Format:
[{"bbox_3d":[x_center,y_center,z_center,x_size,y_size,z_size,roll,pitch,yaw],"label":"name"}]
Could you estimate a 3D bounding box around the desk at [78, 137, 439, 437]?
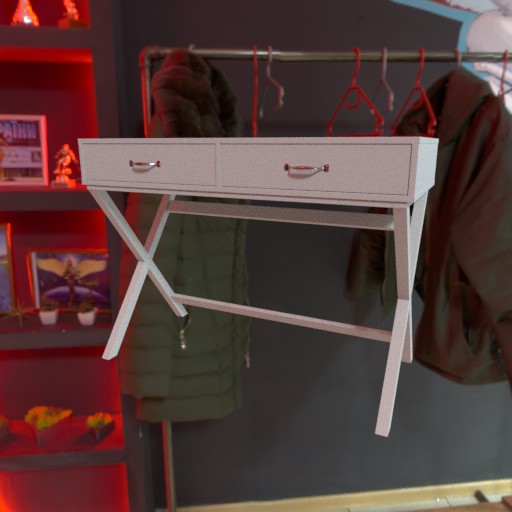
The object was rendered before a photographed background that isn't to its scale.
[{"bbox_3d":[0.000,0.000,1.525,1.057,0.780,0.525,7,16,25],"label":"desk"}]
